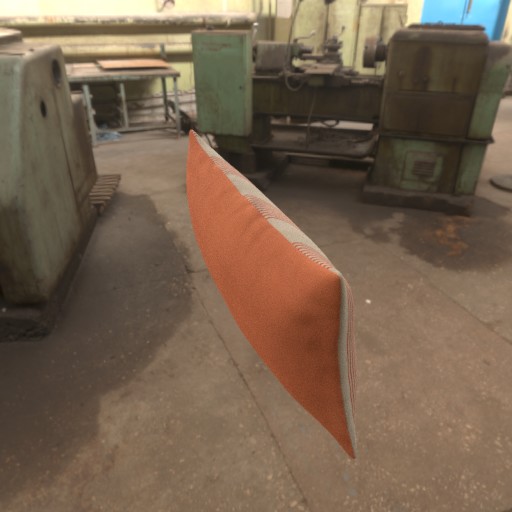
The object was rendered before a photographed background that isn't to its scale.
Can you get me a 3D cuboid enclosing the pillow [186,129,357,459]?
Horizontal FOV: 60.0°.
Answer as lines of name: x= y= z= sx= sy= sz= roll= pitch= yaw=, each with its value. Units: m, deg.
pillow: x=0.000 y=0.000 z=0.738 sx=0.156 sy=0.292 sz=0.608 roll=-10 pitch=31 yaw=-18
